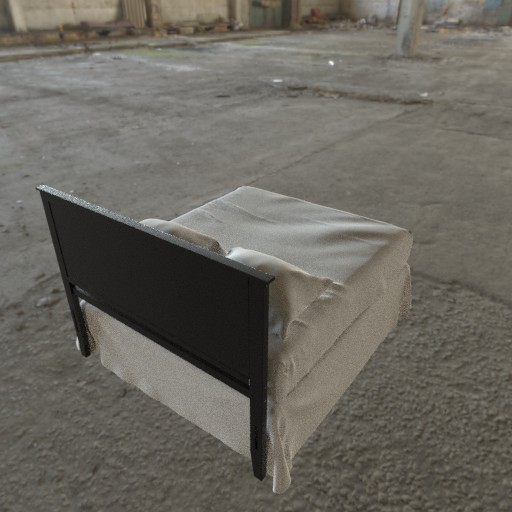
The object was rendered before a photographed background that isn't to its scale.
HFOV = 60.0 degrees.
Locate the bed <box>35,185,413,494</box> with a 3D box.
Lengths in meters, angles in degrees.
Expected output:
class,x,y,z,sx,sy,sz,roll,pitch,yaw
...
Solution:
class,x,y,z,sx,sy,sz,roll,pitch,yaw
bed,0.000,0.000,3.134,1.870,1.270,2.050,21,36,32
